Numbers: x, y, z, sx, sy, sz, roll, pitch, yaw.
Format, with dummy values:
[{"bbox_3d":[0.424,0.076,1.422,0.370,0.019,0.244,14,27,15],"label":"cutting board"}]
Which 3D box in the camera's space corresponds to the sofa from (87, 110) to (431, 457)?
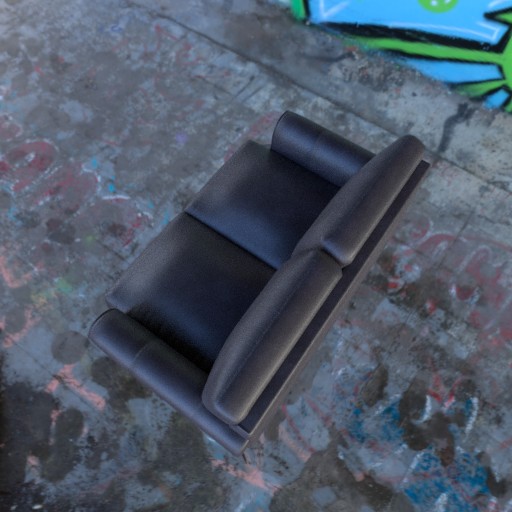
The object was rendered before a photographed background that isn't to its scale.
[{"bbox_3d":[0.000,0.000,2.317,1.030,0.979,1.663,33,68,15],"label":"sofa"}]
